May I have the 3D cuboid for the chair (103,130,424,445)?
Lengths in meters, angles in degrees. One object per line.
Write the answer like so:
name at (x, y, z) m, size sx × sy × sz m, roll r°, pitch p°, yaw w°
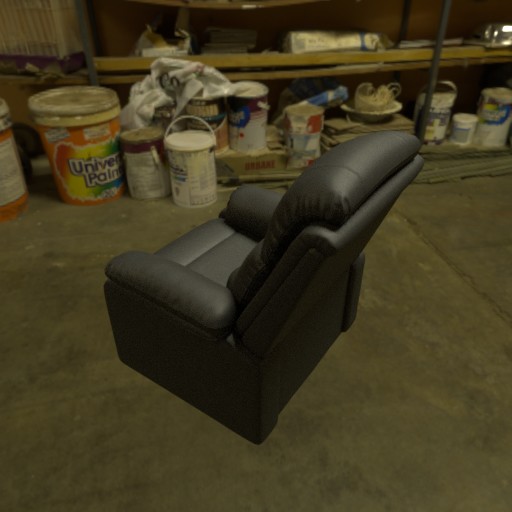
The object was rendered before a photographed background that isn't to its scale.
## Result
chair at (0.000, 0.000, 1.653) m, size 0.919 × 0.992 × 0.855 m, roll 20°, pitch 38°, yaw 28°
